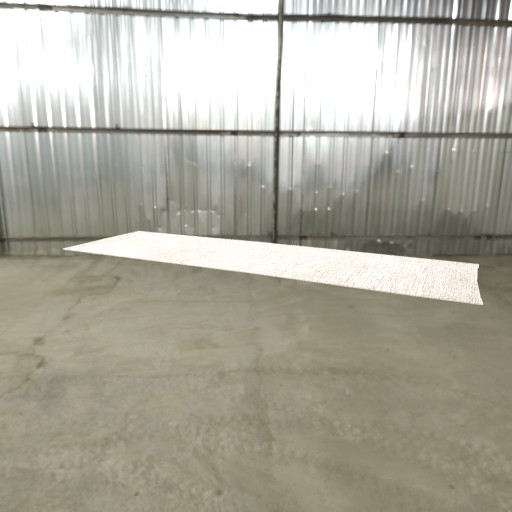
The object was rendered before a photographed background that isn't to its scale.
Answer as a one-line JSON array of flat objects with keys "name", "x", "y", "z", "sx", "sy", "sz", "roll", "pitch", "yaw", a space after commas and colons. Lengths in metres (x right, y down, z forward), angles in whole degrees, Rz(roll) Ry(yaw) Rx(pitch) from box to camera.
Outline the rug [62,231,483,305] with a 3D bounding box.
[{"name": "rug", "x": 0.000, "y": 0.000, "z": 2.566, "sx": 2.346, "sy": 0.013, "sz": 0.712, "roll": 6, "pitch": 15, "yaw": 25}]
